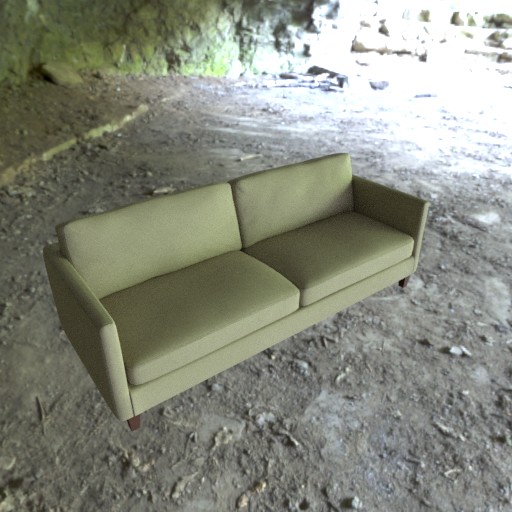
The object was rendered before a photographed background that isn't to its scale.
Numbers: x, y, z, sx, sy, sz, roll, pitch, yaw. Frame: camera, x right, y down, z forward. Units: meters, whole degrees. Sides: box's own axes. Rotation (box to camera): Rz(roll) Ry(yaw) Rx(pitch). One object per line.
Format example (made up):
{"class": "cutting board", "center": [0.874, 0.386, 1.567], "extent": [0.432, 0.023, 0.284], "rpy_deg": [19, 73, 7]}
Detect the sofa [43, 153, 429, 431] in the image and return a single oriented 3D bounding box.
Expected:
{"class": "sofa", "center": [0.000, 0.000, 2.953], "extent": [2.404, 0.912, 0.988], "rpy_deg": [-20, 35, -32]}
